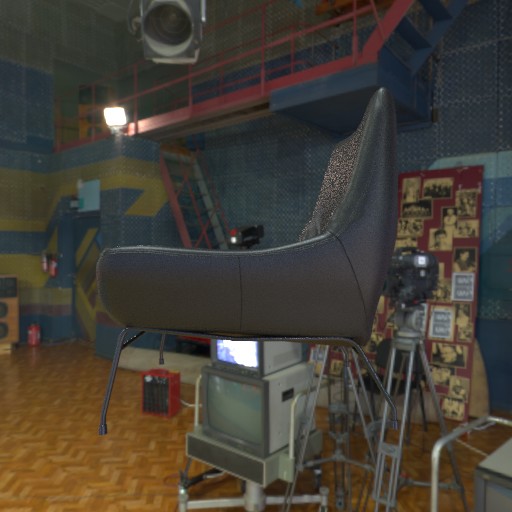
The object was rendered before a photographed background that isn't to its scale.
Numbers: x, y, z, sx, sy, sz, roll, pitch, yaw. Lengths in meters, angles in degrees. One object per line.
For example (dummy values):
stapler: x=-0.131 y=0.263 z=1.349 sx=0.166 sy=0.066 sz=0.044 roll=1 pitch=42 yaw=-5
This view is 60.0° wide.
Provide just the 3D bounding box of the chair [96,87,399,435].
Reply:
chair: x=0.000 y=0.000 z=1.513 sx=0.826 sy=0.922 sz=0.836 roll=0 pitch=1 yaw=0
